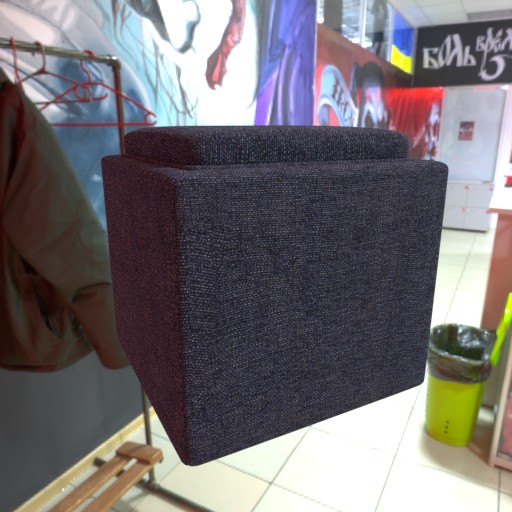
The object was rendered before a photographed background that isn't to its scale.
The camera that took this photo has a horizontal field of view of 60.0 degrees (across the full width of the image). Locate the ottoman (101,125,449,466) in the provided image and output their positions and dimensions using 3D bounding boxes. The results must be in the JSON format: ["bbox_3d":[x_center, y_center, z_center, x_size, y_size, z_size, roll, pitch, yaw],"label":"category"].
[{"bbox_3d":[0.000,0.000,0.813,0.450,0.460,0.450,-8,18,-27],"label":"ottoman"}]
